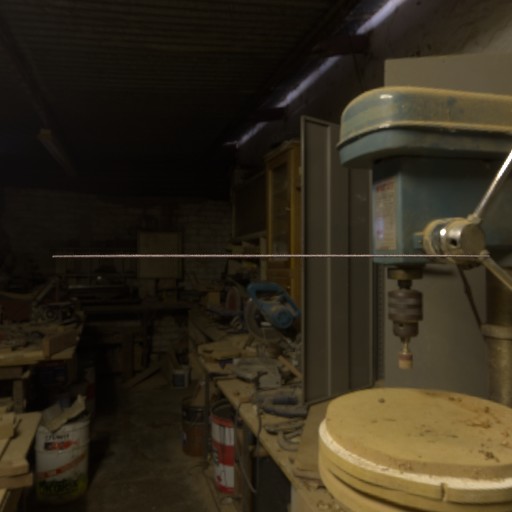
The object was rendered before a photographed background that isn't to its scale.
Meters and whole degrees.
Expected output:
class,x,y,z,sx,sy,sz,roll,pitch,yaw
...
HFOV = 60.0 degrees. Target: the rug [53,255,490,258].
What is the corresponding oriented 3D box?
class,x,y,z,sx,sy,sz,roll,pitch,yaw
rug,0.000,0.000,4.290,3.294,0.018,2.382,0,0,-17
